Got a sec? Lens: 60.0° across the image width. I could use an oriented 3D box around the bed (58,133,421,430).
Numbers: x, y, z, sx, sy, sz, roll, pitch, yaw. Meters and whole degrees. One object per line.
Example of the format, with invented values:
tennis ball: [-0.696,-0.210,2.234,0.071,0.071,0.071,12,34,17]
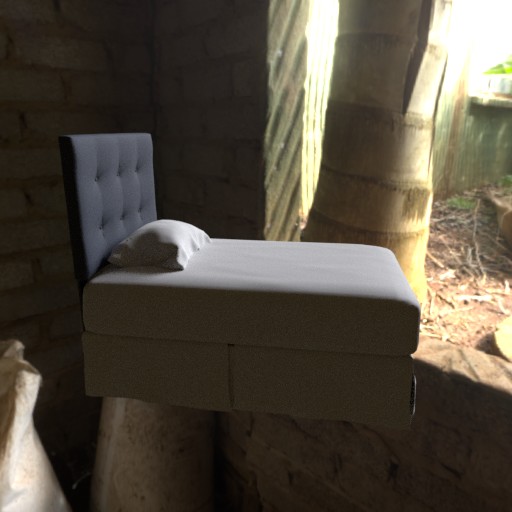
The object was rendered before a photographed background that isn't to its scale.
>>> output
bed: [0.000,0.000,2.956,1.997,1.571,1.261,3,16,9]
